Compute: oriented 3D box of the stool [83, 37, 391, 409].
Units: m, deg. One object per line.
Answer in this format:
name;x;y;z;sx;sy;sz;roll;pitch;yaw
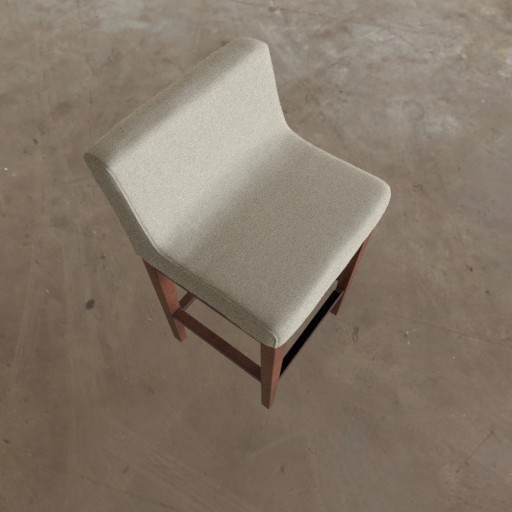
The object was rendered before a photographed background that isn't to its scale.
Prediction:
stool;0.000;0.000;1.262;0.500;0.937;0.511;32;63;19
